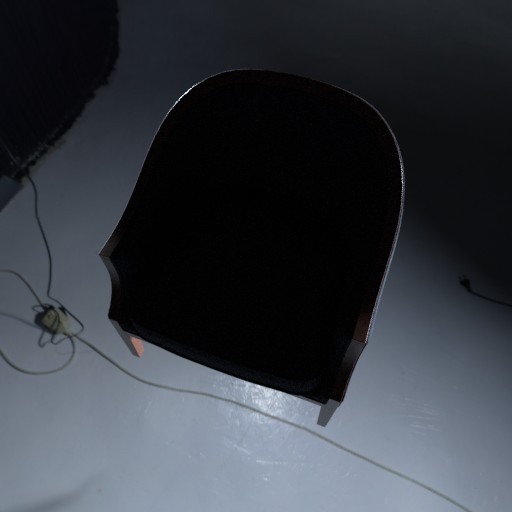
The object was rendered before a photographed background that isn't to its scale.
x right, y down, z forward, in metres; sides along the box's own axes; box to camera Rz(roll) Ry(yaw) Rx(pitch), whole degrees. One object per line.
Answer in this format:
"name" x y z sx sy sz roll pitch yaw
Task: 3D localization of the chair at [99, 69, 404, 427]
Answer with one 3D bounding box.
"chair" 0.000 0.000 1.453 0.803 0.876 0.735 17 59 11
